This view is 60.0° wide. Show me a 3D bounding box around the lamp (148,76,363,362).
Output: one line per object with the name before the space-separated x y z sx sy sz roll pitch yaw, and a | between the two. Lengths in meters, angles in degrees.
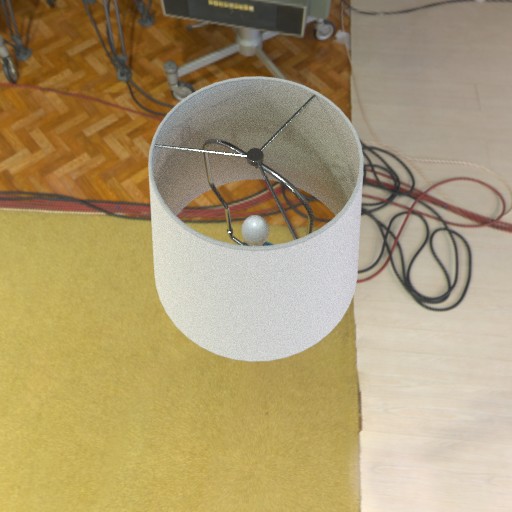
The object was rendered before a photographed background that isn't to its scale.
lamp | 0.000 0.000 0.546 0.254 0.392 0.254 0 64 0
